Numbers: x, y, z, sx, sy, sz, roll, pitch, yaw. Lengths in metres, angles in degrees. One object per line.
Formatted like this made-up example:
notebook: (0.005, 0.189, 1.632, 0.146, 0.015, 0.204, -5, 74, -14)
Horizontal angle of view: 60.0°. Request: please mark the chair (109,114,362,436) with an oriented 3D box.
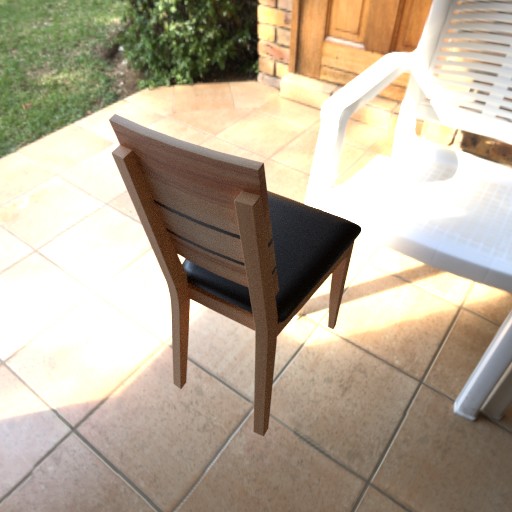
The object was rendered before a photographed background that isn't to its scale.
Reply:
chair: (0.000, 0.000, 1.183, 0.410, 0.940, 0.520, 23, 50, 21)
